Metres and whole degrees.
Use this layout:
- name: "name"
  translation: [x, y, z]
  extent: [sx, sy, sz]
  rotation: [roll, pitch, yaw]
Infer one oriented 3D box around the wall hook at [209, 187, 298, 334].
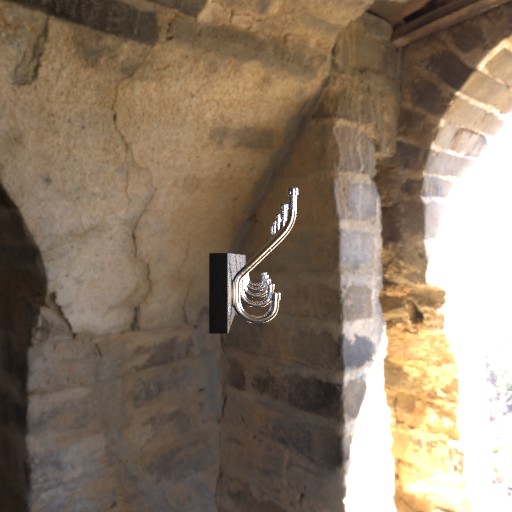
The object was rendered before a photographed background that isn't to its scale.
- name: "wall hook"
  translation: [0.000, 0.000, 0.613]
  extent: [0.071, 0.117, 0.571]
  rotation: [0, 0, 0]
